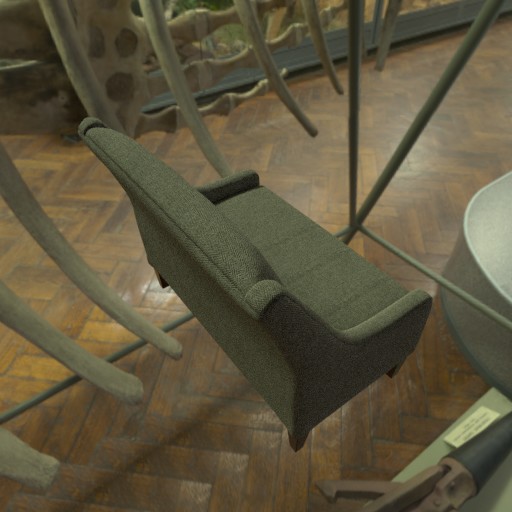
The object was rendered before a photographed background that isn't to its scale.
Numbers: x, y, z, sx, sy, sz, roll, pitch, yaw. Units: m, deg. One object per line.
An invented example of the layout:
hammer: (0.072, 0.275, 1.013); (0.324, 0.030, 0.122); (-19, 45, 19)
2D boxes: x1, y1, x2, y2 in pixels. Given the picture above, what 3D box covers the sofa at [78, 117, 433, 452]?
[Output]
sofa: (0.000, 0.000, 1.888); (0.870, 1.021, 1.242); (-26, 48, -26)
